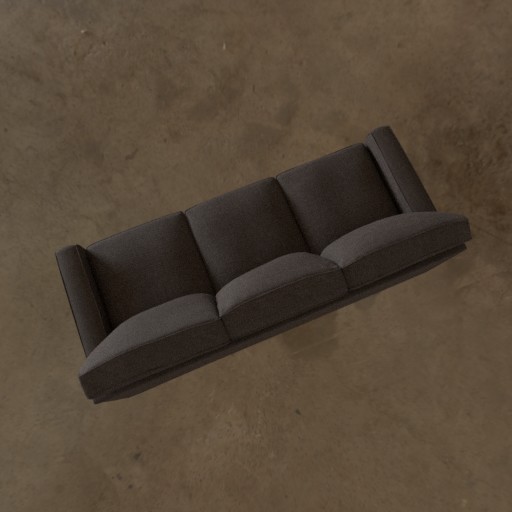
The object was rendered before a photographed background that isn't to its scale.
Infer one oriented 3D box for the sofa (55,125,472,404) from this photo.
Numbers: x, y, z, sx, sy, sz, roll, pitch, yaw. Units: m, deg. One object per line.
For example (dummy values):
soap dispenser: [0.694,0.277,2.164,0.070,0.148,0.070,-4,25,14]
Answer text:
sofa: [0.000,0.000,2.883,2.369,0.978,1.004,-22,77,-5]
